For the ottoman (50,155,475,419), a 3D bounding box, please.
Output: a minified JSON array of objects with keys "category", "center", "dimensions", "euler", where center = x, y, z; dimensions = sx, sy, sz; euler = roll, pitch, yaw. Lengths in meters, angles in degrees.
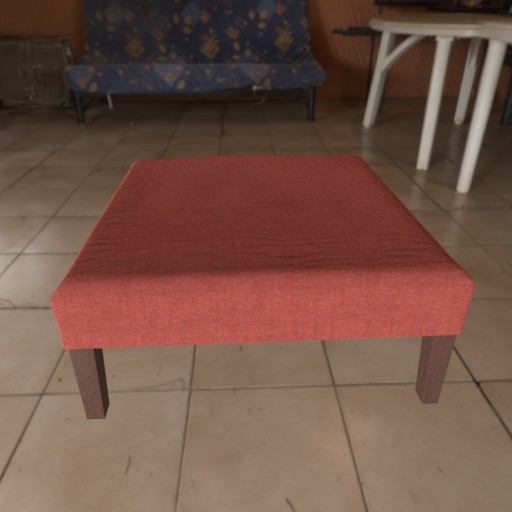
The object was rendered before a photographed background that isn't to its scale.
[{"category":"ottoman","center":[0.000,0.000,1.377],"dimensions":[0.890,0.411,0.889],"euler":[-2,29,-3]}]
